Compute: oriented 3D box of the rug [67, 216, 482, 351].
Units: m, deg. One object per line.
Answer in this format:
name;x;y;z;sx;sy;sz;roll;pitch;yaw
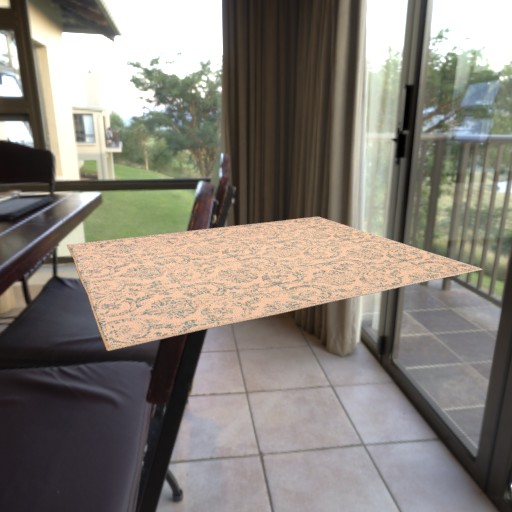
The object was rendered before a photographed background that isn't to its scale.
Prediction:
rug;0.000;0.000;4.004;2.980;0.012;2.363;-8;19;-26
